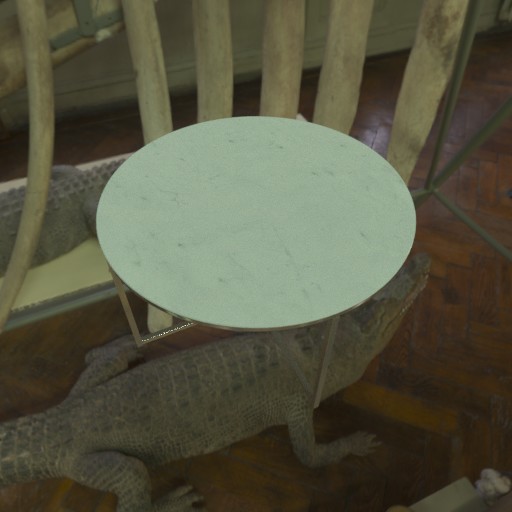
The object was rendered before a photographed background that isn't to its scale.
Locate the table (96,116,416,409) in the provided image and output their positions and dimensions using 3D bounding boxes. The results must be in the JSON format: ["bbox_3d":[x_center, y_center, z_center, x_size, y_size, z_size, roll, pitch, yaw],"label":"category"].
[{"bbox_3d":[0.000,0.000,1.304,0.800,0.450,0.800,0,47,0],"label":"table"}]
